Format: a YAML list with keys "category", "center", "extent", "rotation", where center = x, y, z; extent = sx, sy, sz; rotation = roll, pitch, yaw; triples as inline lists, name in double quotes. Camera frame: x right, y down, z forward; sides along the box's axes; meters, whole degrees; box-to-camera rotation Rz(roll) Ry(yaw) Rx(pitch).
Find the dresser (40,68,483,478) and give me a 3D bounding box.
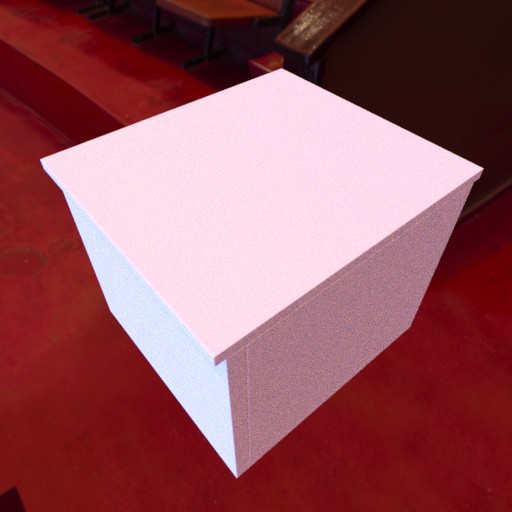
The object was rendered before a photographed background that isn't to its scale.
- category: "dresser"
  center: [0.000, 0.000, 0.711]
  extent: [0.430, 0.360, 0.400]
  rotation: [-31, 54, -26]
